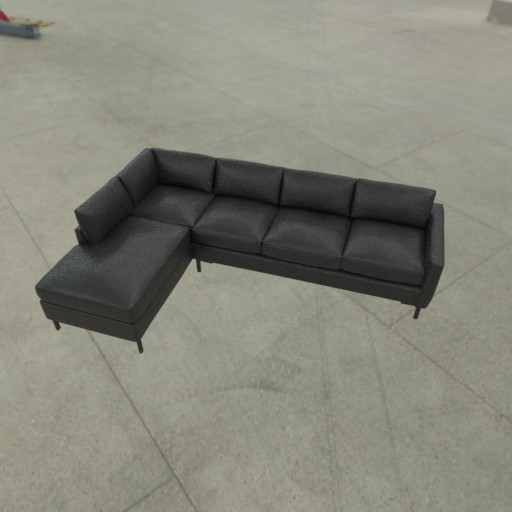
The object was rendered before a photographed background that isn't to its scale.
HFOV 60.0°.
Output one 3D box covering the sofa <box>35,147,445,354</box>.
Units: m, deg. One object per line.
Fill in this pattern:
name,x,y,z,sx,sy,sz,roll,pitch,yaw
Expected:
sofa,0.000,0.000,3.780,2.984,0.877,1.938,11,41,13
